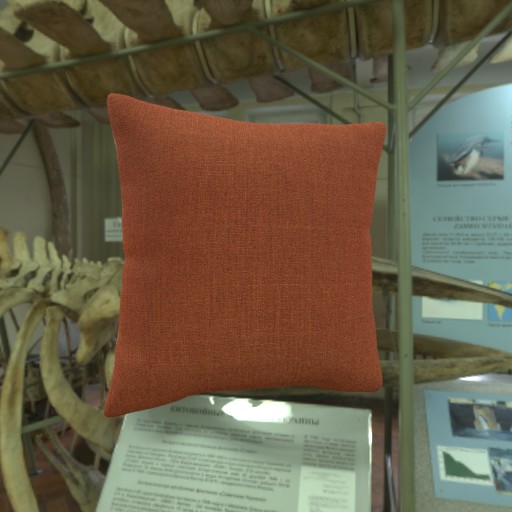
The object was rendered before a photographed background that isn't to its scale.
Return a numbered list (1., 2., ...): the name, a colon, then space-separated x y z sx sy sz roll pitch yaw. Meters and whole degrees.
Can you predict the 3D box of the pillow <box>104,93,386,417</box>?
1. pillow: 0.000 0.000 0.659 0.429 0.434 0.159 0 0 -18
